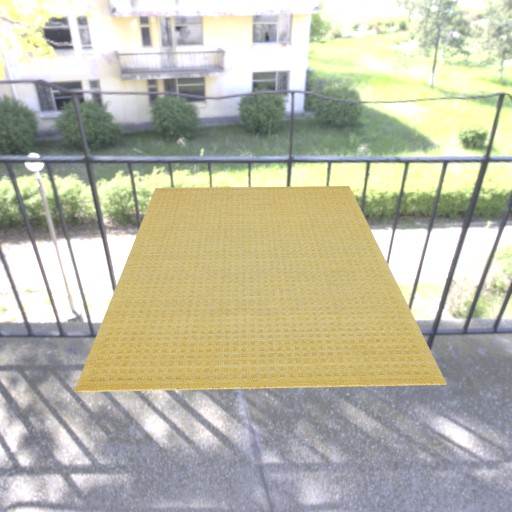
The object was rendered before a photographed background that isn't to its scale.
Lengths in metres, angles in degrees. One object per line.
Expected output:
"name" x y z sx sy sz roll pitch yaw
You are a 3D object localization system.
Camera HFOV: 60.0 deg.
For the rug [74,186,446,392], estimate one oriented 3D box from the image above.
"rug" 0.000 0.000 4.322 2.486 0.015 3.242 -1 33 -1
